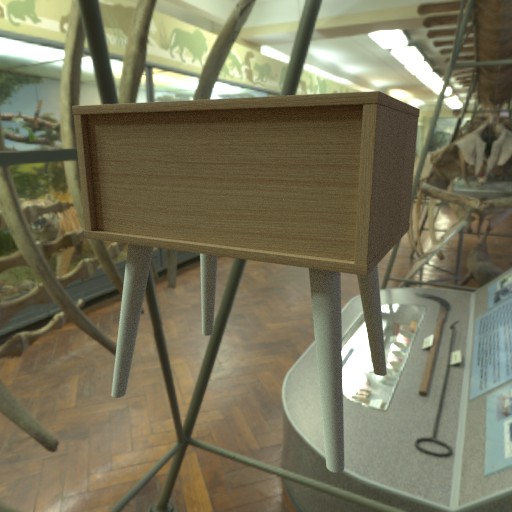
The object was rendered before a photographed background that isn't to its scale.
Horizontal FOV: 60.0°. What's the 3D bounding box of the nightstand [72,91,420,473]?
[{"bbox_3d":[0.000,0.000,0.960,0.571,0.610,0.407,7,16,26],"label":"nightstand"}]
